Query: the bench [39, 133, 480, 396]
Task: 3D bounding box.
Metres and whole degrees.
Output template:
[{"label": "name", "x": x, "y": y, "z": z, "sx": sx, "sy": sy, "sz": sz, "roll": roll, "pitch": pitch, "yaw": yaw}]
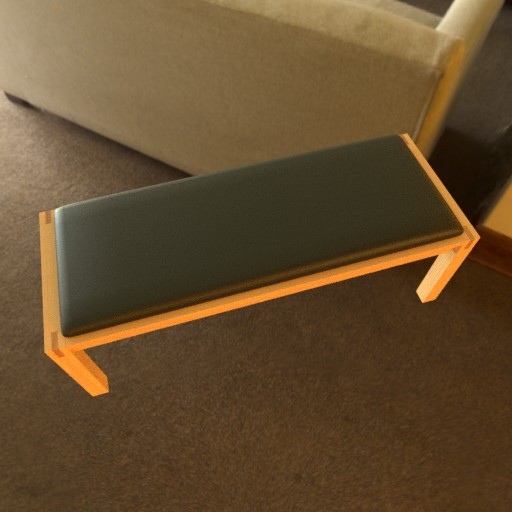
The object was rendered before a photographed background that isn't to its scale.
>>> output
[{"label": "bench", "x": 0.000, "y": 0.000, "z": 1.423, "sx": 1.202, "sy": 0.430, "sz": 0.450, "roll": -14, "pitch": 58, "yaw": -9}]
